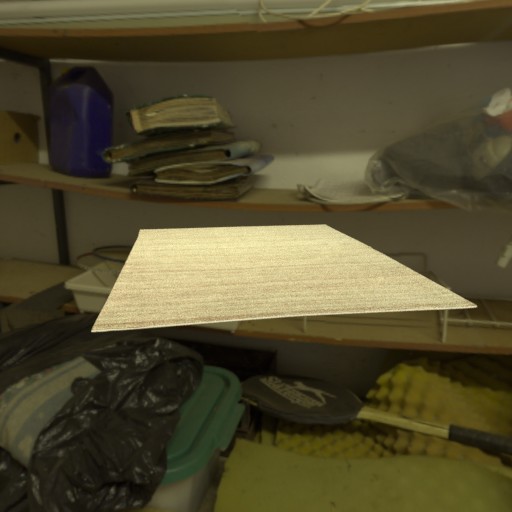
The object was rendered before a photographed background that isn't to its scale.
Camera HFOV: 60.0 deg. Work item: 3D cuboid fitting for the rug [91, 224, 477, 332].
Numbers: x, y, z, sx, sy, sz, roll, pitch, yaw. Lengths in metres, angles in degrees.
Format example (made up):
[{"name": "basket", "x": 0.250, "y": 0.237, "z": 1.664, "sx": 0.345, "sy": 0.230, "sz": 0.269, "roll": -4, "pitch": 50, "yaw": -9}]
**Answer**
[{"name": "rug", "x": 0.000, "y": 0.000, "z": 4.239, "sx": 2.434, "sy": 0.045, "sz": 3.202, "roll": -2, "pitch": 14, "yaw": -9}]
